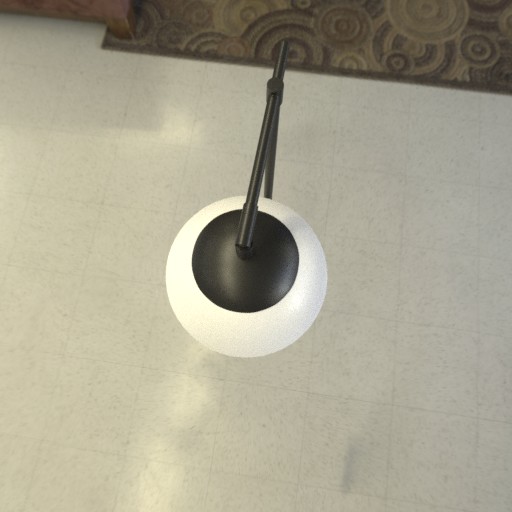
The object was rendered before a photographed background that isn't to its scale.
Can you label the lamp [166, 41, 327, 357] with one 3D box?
[{"bbox_3d":[0.000,0.000,0.680,0.197,0.559,0.316,11,75,3],"label":"lamp"}]
